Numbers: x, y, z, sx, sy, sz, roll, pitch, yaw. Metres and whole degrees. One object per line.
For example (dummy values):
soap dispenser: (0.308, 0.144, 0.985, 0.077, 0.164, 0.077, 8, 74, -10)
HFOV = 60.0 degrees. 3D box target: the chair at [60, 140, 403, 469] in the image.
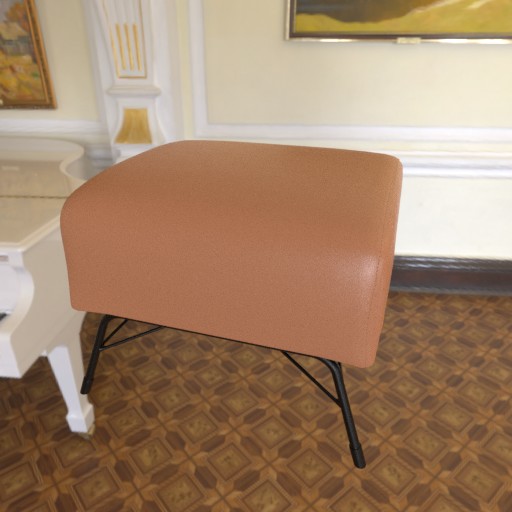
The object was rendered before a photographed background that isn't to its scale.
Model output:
chair: (0.000, 0.000, 0.895, 0.530, 0.410, 0.530, 8, 27, 16)
